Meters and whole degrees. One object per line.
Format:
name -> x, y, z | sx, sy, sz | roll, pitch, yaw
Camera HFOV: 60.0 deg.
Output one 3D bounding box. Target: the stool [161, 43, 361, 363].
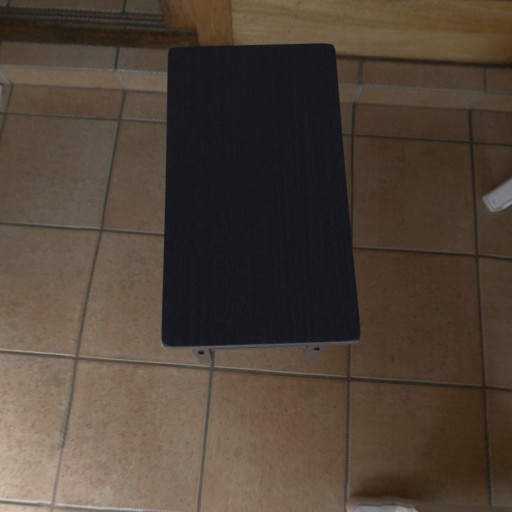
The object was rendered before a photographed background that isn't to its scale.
stool -> 0.000, 0.000, 0.915 | 0.322, 0.742, 0.406 | -2, 75, 0
